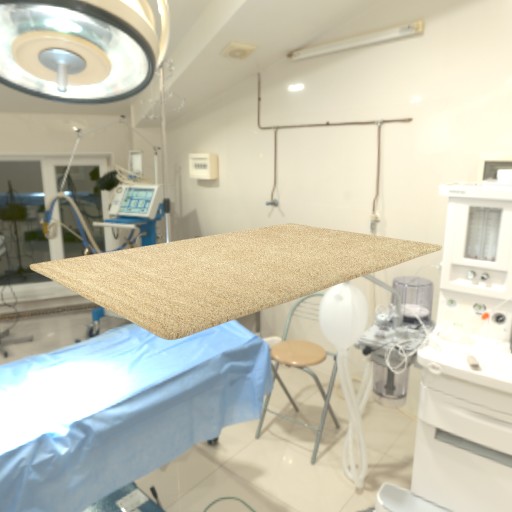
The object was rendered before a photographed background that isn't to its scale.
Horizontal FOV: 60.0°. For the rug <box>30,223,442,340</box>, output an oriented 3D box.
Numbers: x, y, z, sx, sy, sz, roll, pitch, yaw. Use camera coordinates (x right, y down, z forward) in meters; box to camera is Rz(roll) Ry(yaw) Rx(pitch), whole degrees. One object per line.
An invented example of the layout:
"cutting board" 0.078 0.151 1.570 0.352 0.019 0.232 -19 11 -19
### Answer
"rug" 0.000 0.000 2.931 2.349 0.025 1.500 -12 18 -43
